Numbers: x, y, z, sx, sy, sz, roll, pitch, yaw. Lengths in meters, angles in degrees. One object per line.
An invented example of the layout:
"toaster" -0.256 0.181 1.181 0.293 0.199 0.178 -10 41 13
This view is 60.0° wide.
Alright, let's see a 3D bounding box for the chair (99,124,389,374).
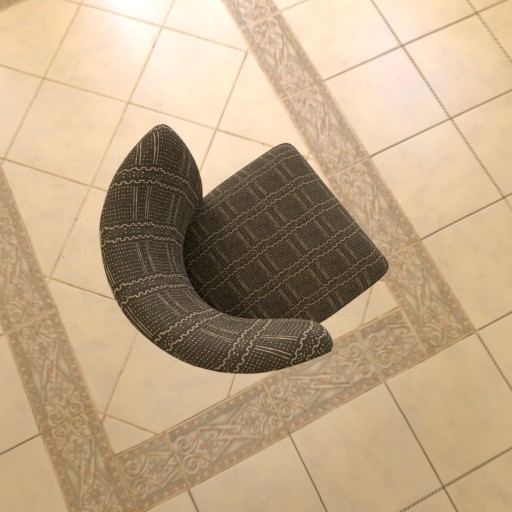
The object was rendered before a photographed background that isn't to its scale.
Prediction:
"chair" 0.000 0.000 1.461 0.758 0.866 0.710 -36 79 -8
